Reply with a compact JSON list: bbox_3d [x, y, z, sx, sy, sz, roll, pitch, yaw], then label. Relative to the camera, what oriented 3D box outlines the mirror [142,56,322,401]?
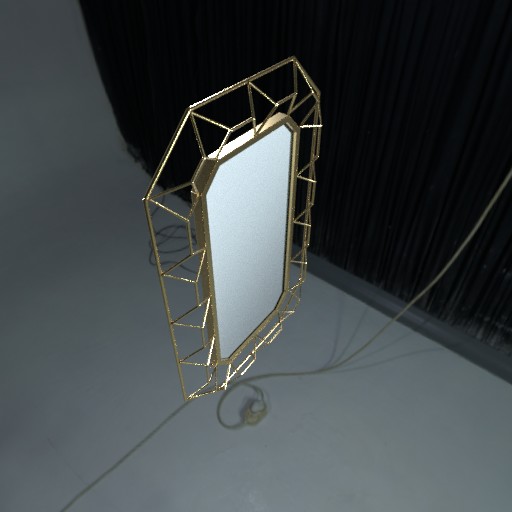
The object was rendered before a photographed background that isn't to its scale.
[{"bbox_3d":[0.000,0.000,1.111,0.051,0.870,0.572,27,48,26],"label":"mirror"}]
